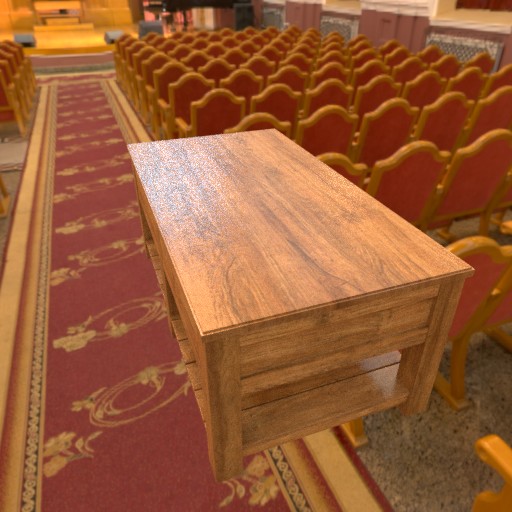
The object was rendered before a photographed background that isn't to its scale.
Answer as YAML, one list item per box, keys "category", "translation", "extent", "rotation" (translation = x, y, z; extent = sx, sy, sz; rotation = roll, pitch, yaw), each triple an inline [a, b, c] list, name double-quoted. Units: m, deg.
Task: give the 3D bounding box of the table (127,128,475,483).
- category: "table"
  translation: [0.000, 0.000, 1.468]
  extent: [0.635, 0.480, 1.150]
  rotation: [-11, 34, -17]
